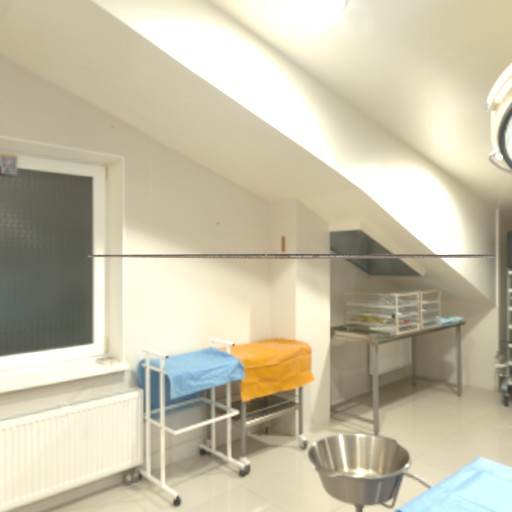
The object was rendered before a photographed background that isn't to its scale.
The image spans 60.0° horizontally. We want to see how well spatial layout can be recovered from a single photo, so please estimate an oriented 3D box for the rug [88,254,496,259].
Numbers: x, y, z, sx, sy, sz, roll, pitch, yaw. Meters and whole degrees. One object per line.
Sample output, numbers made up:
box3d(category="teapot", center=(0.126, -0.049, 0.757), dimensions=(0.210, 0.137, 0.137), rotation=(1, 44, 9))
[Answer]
box3d(category="rug", center=(0.000, 0.000, 3.004), dimensions=(1.539, 0.018, 2.449), rotation=(0, 0, -36))
